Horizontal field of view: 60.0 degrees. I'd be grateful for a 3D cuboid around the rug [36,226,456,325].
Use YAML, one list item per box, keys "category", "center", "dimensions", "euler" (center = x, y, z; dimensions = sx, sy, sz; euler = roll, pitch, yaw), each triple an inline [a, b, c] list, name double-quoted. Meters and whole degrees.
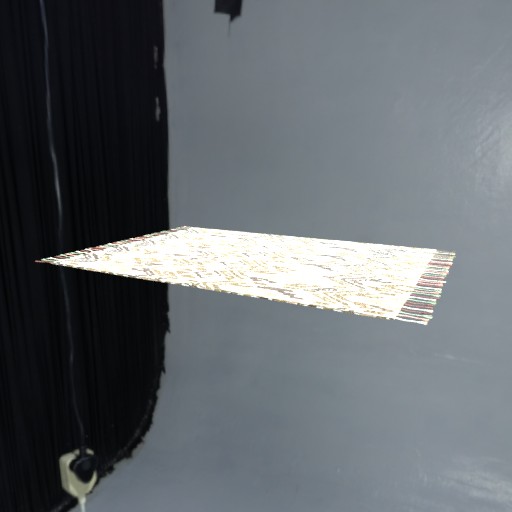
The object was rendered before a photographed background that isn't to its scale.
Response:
- category: "rug"
  center: [0.000, 0.000, 2.287]
  dimensions: [1.829, 0.008, 1.219]
  euler: [7, 15, 27]
